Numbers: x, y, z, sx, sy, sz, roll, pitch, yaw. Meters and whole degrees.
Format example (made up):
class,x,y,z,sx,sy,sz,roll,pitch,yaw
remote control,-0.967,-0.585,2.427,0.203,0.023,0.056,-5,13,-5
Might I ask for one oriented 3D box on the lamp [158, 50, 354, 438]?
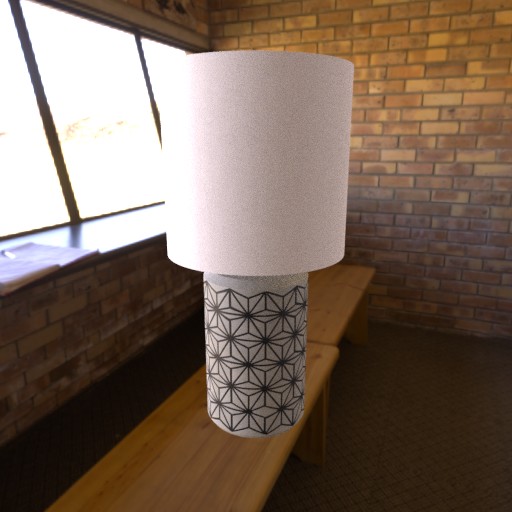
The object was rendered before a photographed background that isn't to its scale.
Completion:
class,x,y,z,sx,sy,sz,roll,pitch,yaw
lamp,0.000,0.000,0.529,0.206,0.416,0.206,-2,15,-9
